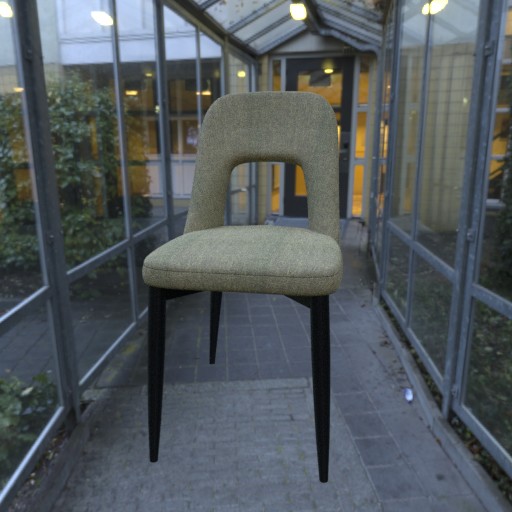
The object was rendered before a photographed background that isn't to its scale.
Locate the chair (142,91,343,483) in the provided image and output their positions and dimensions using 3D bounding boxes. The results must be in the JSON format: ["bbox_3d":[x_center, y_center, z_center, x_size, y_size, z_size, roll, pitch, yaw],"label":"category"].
[{"bbox_3d":[0.000,0.000,1.237,0.470,0.931,0.612,2,14,9],"label":"chair"}]
